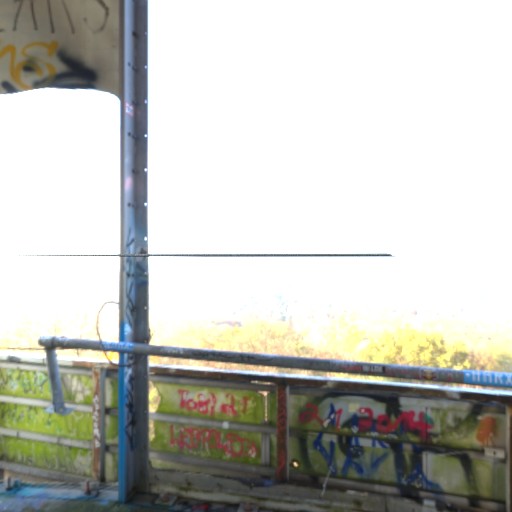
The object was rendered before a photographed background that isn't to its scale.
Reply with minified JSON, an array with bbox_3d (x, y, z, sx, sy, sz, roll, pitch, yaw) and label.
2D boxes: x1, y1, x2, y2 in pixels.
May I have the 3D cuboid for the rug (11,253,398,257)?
[{"bbox_3d":[0.000,0.000,3.915,2.363,0.012,2.980,0,0,18],"label":"rug"}]
